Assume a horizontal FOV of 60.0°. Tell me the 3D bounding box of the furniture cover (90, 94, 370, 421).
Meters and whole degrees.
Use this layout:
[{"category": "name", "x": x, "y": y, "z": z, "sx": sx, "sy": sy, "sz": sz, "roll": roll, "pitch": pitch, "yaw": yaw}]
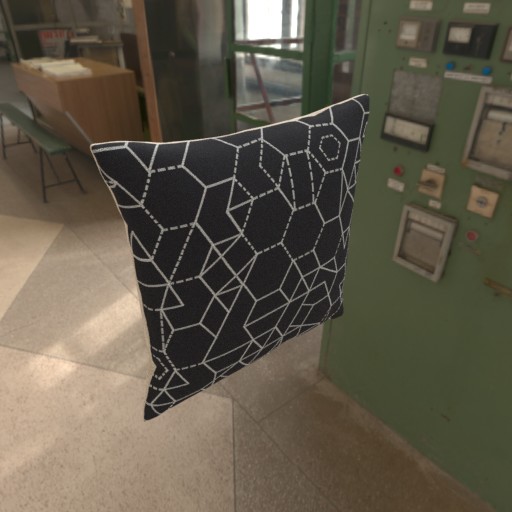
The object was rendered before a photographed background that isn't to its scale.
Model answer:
[{"category": "furniture cover", "x": 0.000, "y": 0.000, "z": 0.807, "sx": 0.517, "sy": 0.508, "sz": 0.158, "roll": -22, "pitch": 38, "yaw": -32}]
